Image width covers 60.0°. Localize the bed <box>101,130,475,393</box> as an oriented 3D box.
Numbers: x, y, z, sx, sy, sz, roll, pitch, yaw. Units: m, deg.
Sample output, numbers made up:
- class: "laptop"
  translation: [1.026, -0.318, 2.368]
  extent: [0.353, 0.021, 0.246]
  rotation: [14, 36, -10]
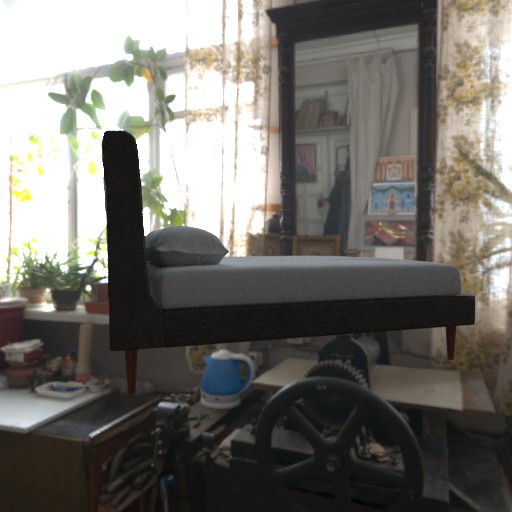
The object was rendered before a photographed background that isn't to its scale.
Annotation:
- class: "bed"
  translation: [0.000, 0.000, 3.114]
  extent: [2.031, 1.158, 1.903]
  rotation: [-1, 2, -19]
